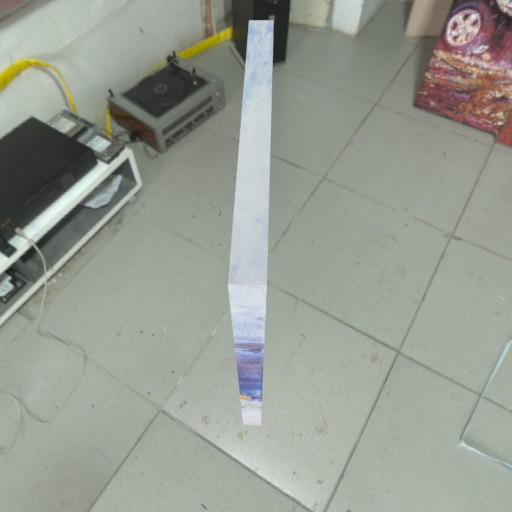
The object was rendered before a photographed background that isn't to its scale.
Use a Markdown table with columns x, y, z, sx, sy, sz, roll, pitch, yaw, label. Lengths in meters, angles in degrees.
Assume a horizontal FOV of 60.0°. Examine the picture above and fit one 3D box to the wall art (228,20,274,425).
| x | y | z | sx | sy | sz | roll | pitch | yaw | label |
| --- | --- | --- | --- | --- | --- | --- | --- | --- | --- |
| 0.000 | 0.000 | 0.766 | 0.036 | 0.581 | 0.437 | 2 | 57 | 1 | wall art |
